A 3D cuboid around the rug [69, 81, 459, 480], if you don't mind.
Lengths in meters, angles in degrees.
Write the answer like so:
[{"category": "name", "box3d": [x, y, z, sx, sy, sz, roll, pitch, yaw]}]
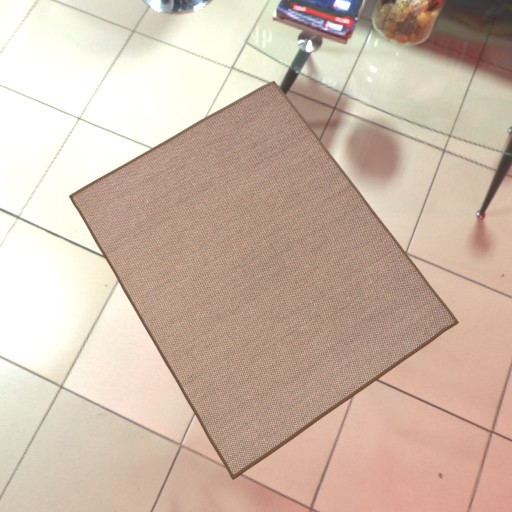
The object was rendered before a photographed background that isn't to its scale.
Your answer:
[{"category": "rug", "box3d": [0.000, 0.000, 4.161, 2.413, 0.020, 3.041, -32, 77, -8]}]
